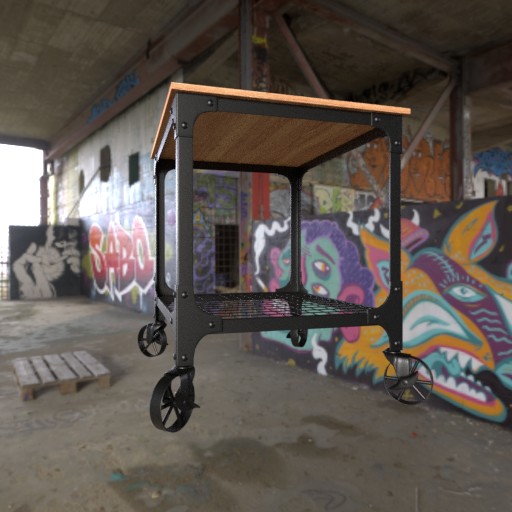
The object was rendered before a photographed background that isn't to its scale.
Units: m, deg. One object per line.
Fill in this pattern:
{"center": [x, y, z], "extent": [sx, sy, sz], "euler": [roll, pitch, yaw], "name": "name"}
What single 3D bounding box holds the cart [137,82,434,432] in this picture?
{"center": [0.000, 0.000, 1.117], "extent": [0.558, 0.603, 0.666], "euler": [0, 0, -17], "name": "cart"}
